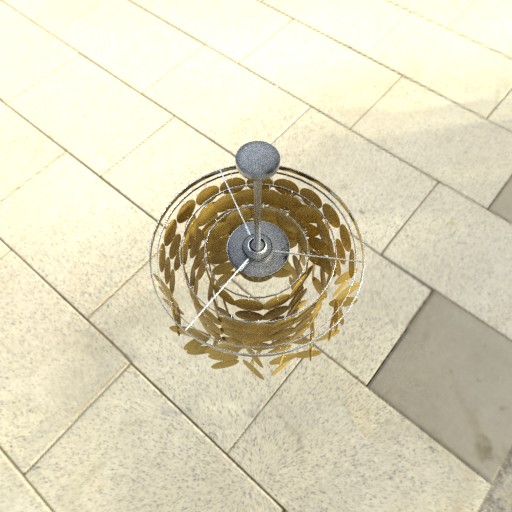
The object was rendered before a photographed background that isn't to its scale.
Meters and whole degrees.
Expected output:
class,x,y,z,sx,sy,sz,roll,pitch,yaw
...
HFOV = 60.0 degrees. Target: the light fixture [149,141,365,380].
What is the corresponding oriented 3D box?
class,x,y,z,sx,sy,sz,roll,pitch,yaw
light fixture,0.000,0.000,0.744,0.368,0.492,0.368,0,63,0
